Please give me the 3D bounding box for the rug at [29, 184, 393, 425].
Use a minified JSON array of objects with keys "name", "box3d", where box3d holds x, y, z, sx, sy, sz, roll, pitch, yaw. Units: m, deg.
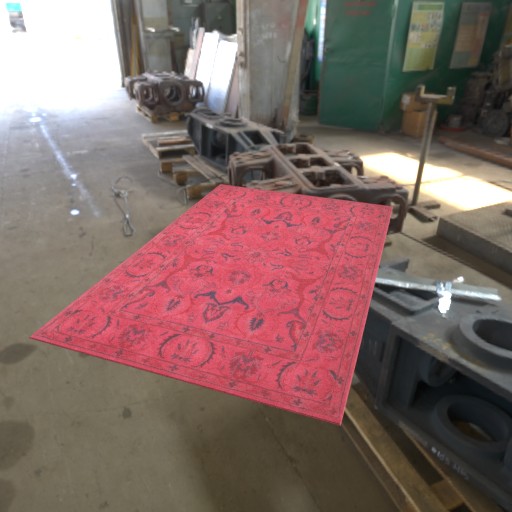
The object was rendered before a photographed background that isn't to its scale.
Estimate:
[{"name":"rug","box3d":[0.000,0.000,2.276,1.209,0.008,1.814,10,31,17]}]
